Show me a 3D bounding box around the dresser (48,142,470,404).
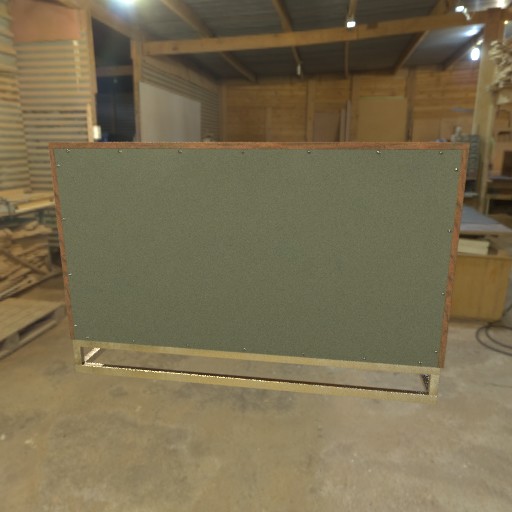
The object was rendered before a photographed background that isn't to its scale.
[{"bbox_3d":[0.000,0.000,2.133,1.646,1.061,0.623,2,15,9],"label":"dresser"}]
